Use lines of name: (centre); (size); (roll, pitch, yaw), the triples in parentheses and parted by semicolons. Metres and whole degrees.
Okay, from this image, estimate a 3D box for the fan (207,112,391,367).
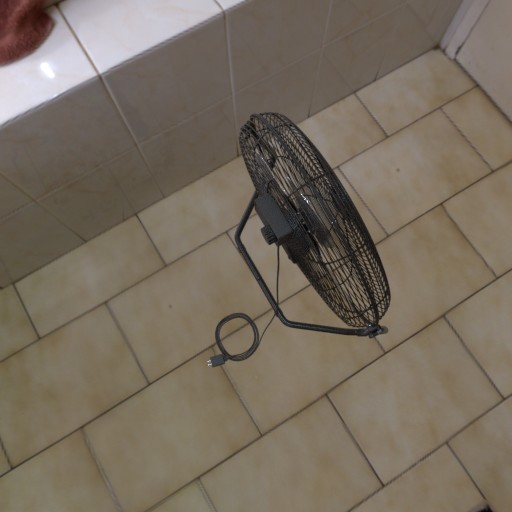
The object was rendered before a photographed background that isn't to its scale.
fan: (0.000, 0.000, 0.925); (0.424, 0.546, 0.555); (-28, 77, -7)
